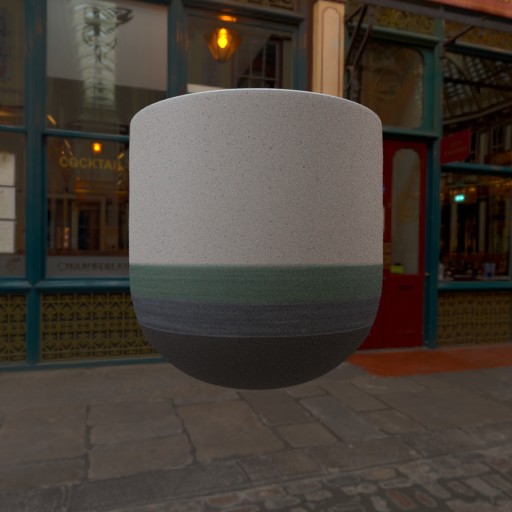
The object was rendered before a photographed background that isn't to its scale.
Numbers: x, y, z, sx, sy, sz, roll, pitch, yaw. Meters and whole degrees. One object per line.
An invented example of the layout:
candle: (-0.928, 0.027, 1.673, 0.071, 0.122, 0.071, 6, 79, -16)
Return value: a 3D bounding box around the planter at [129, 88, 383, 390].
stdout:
planter: (0.000, 0.000, 0.487, 0.268, 0.270, 0.268, 0, 0, 0)
